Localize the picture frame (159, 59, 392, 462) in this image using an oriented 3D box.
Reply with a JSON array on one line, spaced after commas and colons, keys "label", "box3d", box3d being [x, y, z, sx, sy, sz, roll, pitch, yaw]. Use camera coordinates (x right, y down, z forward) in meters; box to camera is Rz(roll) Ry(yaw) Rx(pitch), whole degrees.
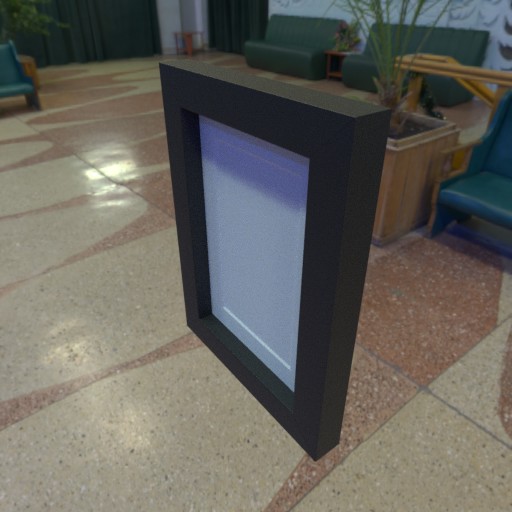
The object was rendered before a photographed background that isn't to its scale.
[{"label": "picture frame", "box3d": [0.000, 0.000, 0.276, 0.028, 0.208, 0.157, -22, 38, -31]}]
